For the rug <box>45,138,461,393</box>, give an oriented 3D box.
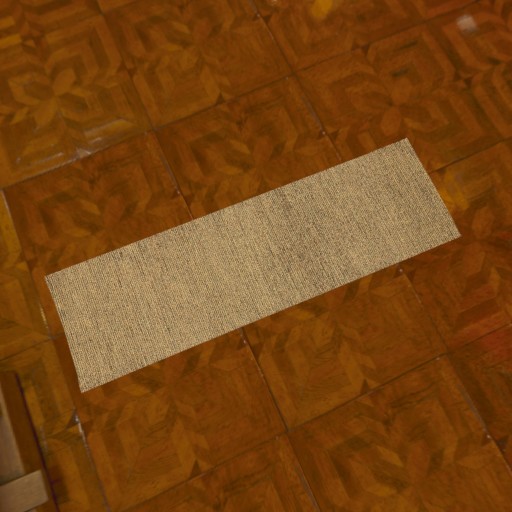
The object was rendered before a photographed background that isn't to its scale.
[{"bbox_3d":[0.000,0.000,2.570,2.335,0.013,0.697,-22,76,-6],"label":"rug"}]
